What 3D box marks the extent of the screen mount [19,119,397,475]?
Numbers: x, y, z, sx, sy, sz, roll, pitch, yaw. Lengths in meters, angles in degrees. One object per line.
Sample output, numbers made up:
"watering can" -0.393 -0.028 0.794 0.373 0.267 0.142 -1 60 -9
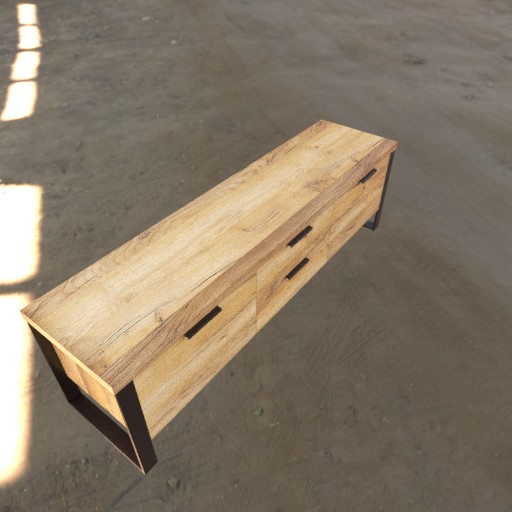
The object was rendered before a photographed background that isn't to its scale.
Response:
"screen mount" 0.000 0.000 1.676 0.395 0.450 1.524 27 47 28
